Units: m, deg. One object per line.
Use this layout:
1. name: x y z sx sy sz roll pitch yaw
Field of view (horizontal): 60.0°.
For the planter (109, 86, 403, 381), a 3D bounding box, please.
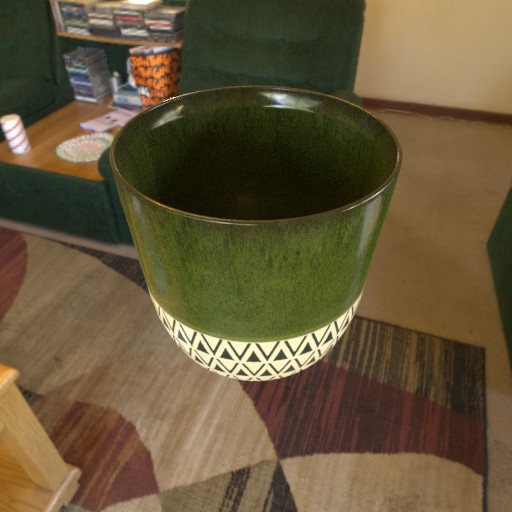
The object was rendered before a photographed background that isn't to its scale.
1. planter: 0.000 0.000 0.469 0.245 0.270 0.245 0 41 0
